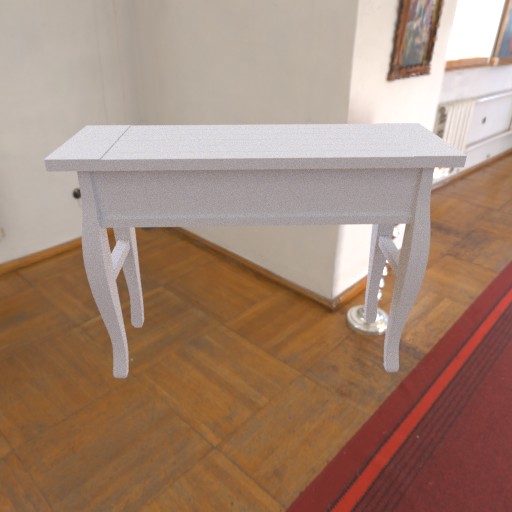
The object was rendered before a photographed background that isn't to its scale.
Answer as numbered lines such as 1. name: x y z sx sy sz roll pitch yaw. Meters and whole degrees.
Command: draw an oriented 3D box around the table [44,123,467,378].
1. table: 0.000 0.000 1.454 1.062 0.768 0.373 -1 30 -2
